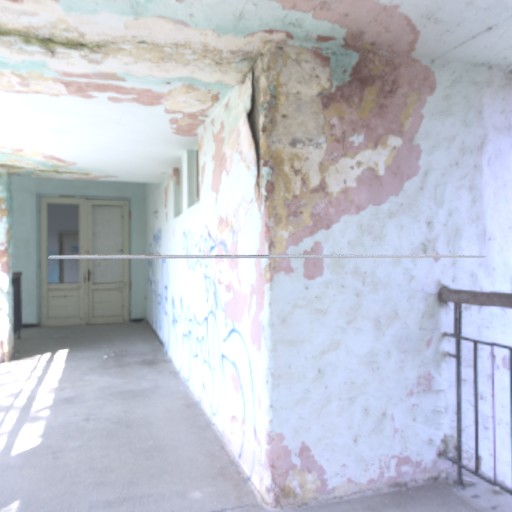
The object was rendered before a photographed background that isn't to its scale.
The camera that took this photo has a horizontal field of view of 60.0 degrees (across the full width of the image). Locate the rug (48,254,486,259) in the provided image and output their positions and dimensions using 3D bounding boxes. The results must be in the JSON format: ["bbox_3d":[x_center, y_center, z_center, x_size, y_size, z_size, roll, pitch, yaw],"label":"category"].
[{"bbox_3d":[0.000,0.000,2.897,2.275,0.014,1.514,0,0,-17],"label":"rug"}]
